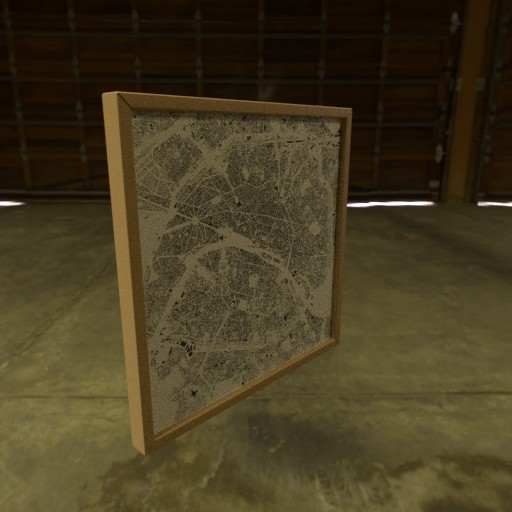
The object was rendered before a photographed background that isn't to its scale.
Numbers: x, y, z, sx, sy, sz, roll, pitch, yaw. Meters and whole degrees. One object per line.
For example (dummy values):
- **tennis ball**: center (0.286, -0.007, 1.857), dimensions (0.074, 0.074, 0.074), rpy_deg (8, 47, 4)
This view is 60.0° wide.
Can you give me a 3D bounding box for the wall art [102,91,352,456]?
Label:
- **wall art**: center (0.000, 0.000, 0.777), dimensions (0.036, 0.509, 0.509), rpy_deg (14, 21, 42)
